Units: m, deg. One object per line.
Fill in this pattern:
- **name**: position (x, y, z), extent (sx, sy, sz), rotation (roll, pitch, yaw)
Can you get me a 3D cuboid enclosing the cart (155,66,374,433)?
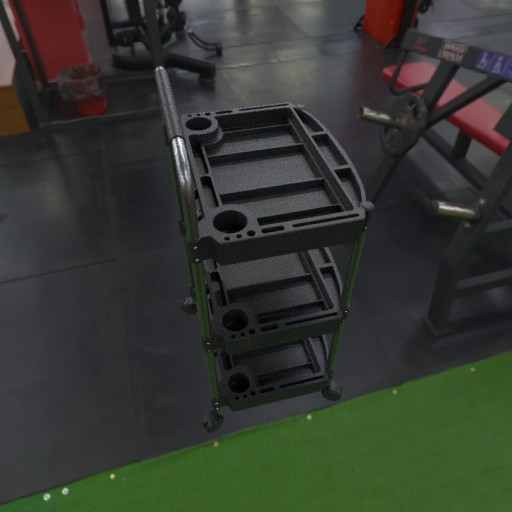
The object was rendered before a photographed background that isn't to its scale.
- **cart**: position (0.000, 0.000, 1.378), extent (0.518, 1.075, 0.584), rotation (-10, 47, -10)
